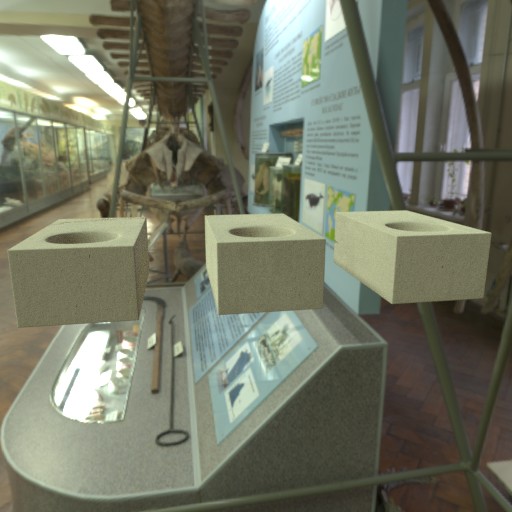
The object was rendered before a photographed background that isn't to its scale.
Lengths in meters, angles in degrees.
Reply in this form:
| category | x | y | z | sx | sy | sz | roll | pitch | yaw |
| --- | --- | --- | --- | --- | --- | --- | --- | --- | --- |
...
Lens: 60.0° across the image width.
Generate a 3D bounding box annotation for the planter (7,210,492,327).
| category | x | y | z | sx | sy | sz | roll | pitch | yaw |
| --- | --- | --- | --- | --- | --- | --- | --- | --- | --- |
| planter | 0.000 | 0.000 | 0.367 | 0.333 | 0.051 | 0.127 | -2 | 14 | -10 |
